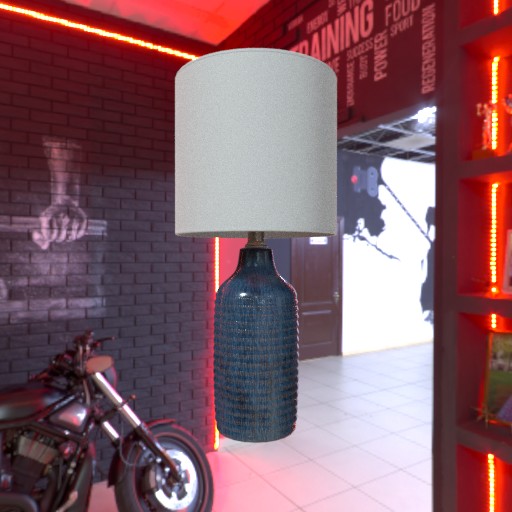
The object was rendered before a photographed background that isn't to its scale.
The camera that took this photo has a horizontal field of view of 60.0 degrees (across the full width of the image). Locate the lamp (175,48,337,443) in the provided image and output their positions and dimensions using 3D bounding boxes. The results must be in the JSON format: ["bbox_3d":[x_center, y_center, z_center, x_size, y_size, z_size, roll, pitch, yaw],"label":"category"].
[{"bbox_3d":[0.000,0.000,0.615,0.220,0.475,0.220,0,0,0],"label":"lamp"}]
